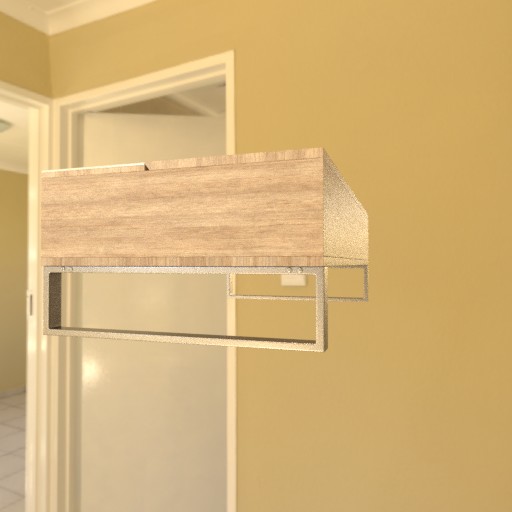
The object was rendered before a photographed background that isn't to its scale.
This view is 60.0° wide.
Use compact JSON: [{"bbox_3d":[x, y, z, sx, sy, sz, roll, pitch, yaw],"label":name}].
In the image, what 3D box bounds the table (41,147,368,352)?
[{"bbox_3d":[0.000,0.000,1.368,0.600,0.350,1.100,0,-1,18],"label":"table"}]
